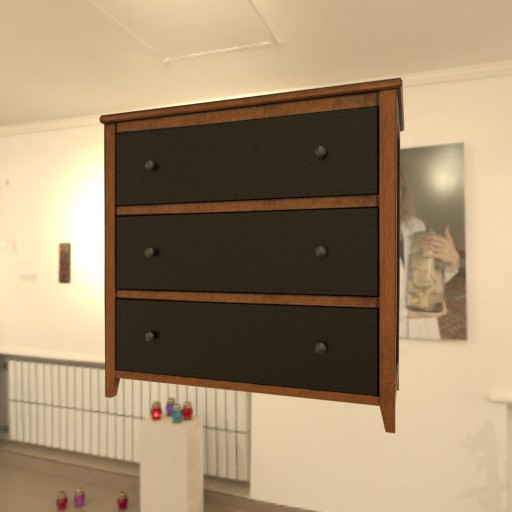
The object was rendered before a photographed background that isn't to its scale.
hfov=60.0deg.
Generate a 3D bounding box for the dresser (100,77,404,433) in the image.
[{"bbox_3d":[0.000,0.000,1.979,1.250,1.224,0.591,0,0,19],"label":"dresser"}]
